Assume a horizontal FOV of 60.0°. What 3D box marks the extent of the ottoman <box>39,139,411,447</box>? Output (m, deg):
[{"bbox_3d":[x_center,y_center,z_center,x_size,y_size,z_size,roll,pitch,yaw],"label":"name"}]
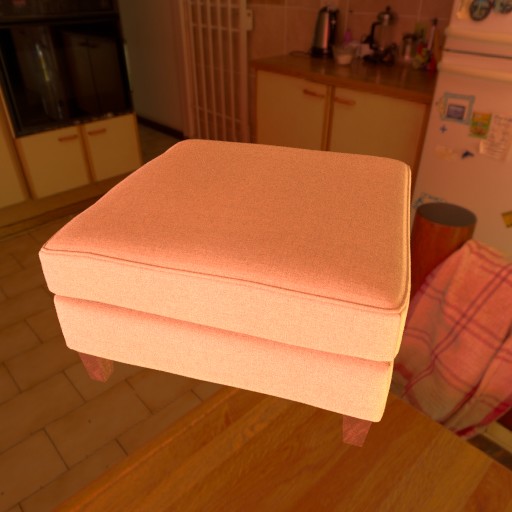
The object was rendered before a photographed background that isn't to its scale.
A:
[{"bbox_3d":[0.000,0.000,1.345,0.838,0.503,0.838,9,34,14],"label":"ottoman"}]
